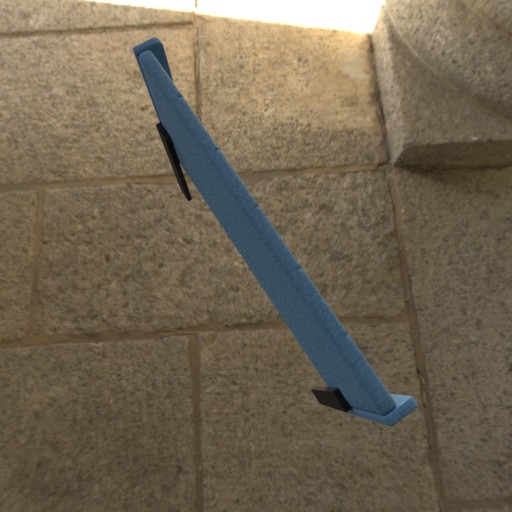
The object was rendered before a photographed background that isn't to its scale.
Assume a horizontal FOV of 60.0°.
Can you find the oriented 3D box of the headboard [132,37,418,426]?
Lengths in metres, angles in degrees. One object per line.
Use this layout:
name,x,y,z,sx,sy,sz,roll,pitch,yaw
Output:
headboard,0.000,0.000,2.649,0.184,1.524,2.051,-32,77,-9
